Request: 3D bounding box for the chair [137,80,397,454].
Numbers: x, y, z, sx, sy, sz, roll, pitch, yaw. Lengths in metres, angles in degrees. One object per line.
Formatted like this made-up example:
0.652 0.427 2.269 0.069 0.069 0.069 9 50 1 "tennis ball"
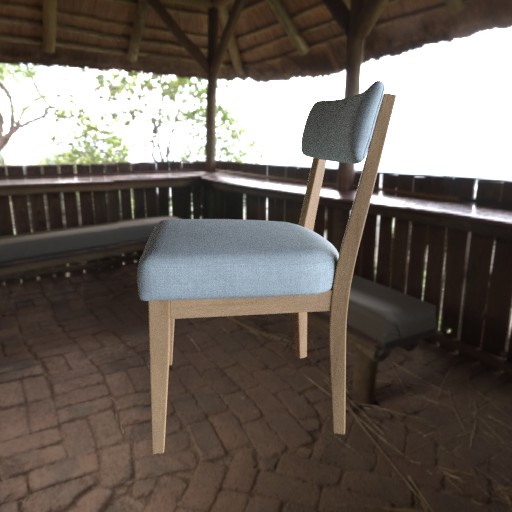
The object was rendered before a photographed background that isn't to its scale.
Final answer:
0.000 0.000 1.186 0.572 0.832 0.508 -2 14 -8 "chair"
